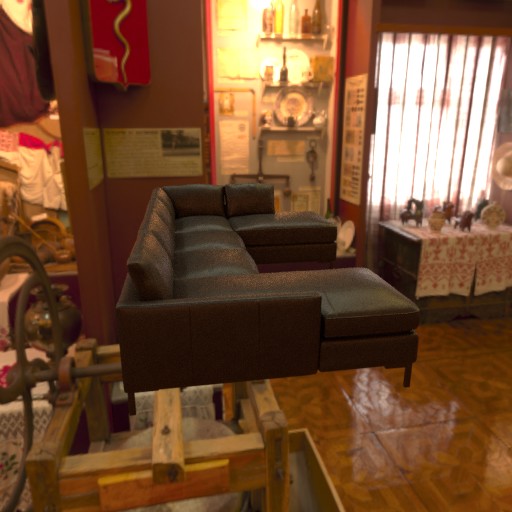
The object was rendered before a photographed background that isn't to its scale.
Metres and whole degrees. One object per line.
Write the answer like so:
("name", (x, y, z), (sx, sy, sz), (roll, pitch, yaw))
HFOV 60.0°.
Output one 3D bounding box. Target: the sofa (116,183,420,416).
("sofa", (0.000, 0.000, 3.815), (1.939, 0.900, 2.956), (-3, 17, -9))
